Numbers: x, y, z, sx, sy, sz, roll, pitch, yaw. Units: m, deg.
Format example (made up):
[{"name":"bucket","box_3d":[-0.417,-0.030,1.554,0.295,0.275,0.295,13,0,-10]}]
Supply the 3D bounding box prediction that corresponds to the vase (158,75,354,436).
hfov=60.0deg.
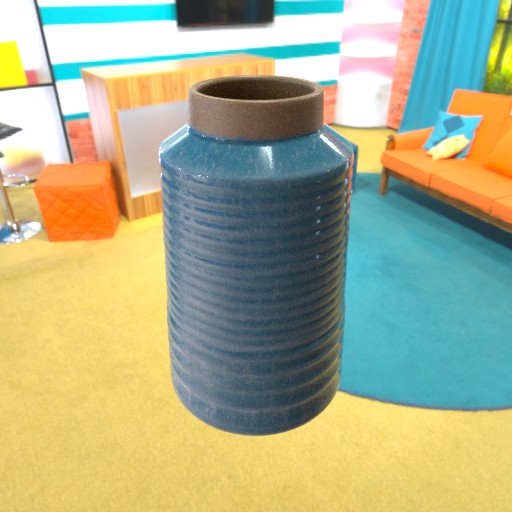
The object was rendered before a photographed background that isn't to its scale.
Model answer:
[{"name":"vase","box_3d":[0.000,0.000,0.367,0.163,0.267,0.163,0,31,0]}]
